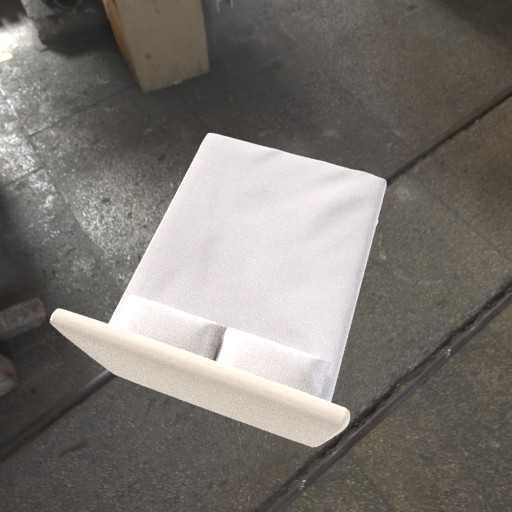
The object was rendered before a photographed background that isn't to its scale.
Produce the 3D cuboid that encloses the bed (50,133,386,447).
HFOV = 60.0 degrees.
[{"bbox_3d":[0.000,0.000,3.270,1.713,1.330,2.142,17,64,9],"label":"bed"}]
